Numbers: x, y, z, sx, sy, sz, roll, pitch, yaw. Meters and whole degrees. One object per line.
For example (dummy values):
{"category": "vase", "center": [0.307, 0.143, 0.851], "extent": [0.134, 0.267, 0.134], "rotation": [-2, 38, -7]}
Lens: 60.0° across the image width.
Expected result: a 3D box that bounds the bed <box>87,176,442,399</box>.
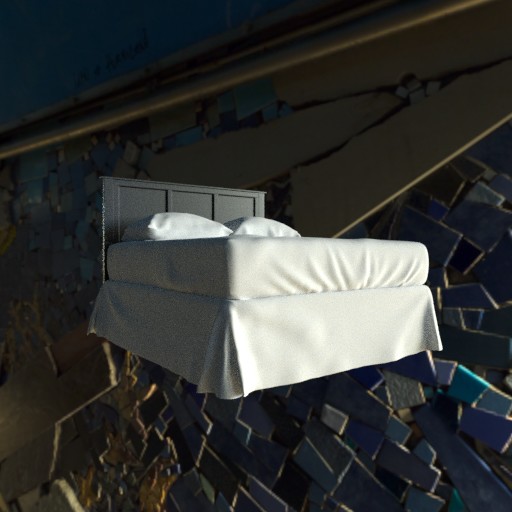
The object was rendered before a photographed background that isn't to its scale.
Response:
{"category": "bed", "center": [0.000, 0.000, 3.235], "extent": [1.870, 1.270, 2.050], "rotation": [0, 1, -36]}
